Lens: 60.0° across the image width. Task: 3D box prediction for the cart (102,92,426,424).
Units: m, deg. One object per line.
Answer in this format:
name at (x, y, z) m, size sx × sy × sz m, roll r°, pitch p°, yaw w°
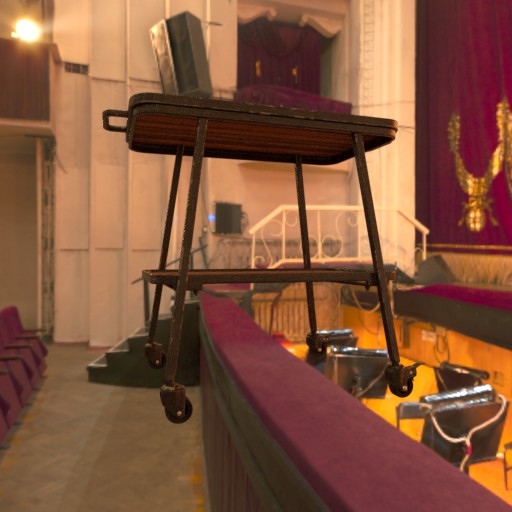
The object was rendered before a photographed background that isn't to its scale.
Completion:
cart at (0.000, 0.000, 1.233) m, size 0.806 × 0.700 × 0.515 m, roll 0°, pitch 0°, yaw -18°
